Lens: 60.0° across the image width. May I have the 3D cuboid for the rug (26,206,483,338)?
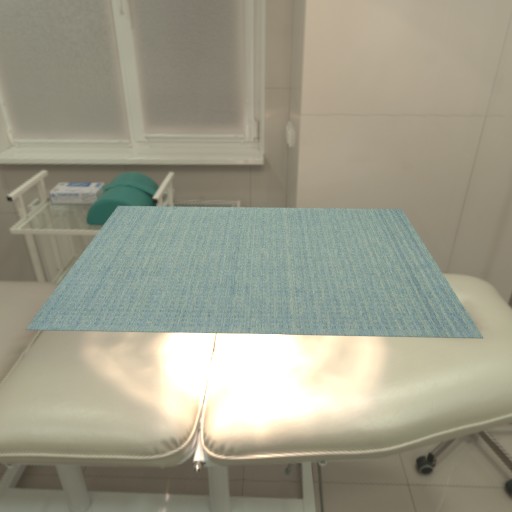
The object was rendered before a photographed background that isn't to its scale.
[{"bbox_3d":[0.000,0.000,3.661,2.895,0.006,1.982,1,30,1],"label":"rug"}]
